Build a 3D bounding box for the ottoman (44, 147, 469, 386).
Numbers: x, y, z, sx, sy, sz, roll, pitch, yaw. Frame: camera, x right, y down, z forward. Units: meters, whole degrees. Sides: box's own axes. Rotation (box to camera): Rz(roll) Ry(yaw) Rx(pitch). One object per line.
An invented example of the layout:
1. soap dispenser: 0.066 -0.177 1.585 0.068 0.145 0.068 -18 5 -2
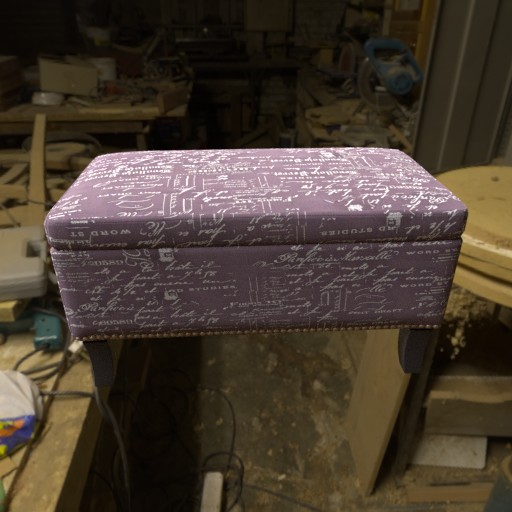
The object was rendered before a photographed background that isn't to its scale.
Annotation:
1. ottoman: 0.000 0.000 1.085 0.813 0.457 0.406 -2 30 -3
